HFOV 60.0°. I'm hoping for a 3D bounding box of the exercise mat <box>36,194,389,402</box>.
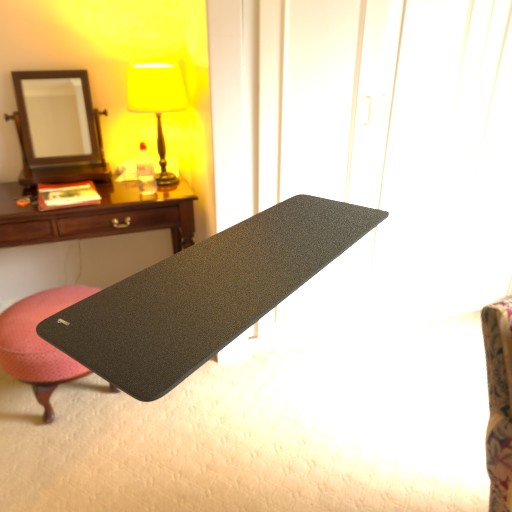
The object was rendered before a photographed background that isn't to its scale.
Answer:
[{"bbox_3d":[0.000,0.000,2.062,0.616,0.021,1.869,17,31,32],"label":"exercise mat"}]
